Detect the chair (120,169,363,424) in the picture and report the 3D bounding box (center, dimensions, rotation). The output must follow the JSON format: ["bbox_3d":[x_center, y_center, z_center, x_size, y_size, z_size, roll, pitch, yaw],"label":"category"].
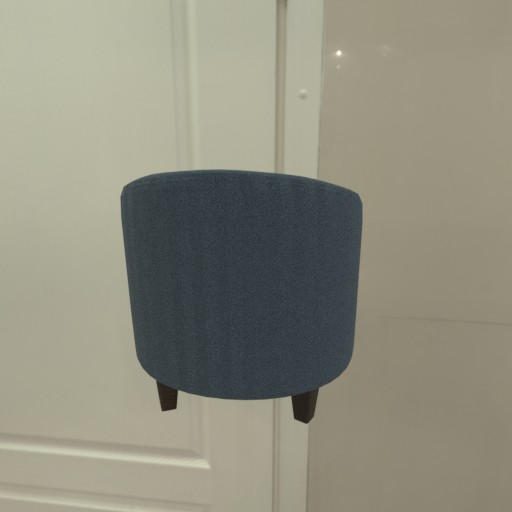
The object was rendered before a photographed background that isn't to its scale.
[{"bbox_3d":[0.000,0.000,1.745,0.756,0.757,1.288,2,15,8],"label":"chair"}]
